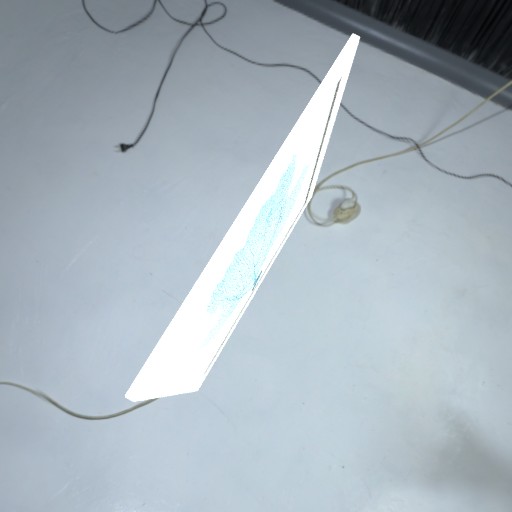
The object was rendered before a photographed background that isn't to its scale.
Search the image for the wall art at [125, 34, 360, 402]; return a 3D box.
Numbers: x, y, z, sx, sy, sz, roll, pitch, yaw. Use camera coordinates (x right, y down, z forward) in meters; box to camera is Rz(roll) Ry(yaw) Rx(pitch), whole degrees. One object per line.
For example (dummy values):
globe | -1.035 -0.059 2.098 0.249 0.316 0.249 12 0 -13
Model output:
wall art | 0.000 0.000 0.857 0.013 0.584 0.584 29 76 8
